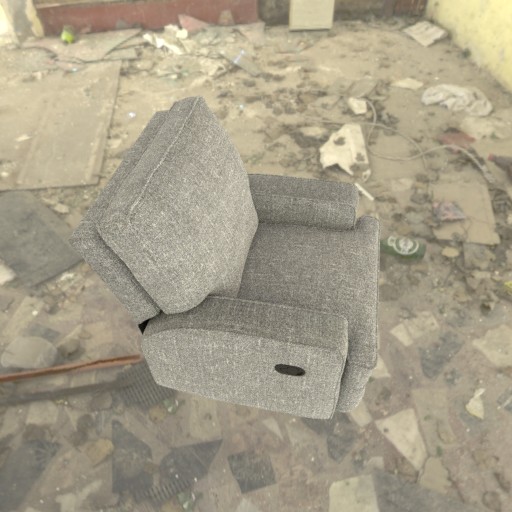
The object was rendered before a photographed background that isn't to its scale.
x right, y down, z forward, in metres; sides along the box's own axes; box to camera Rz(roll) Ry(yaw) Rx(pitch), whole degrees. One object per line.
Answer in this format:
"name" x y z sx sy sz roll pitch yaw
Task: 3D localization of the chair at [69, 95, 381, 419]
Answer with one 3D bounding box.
"chair" 0.000 0.000 1.718 0.964 0.962 0.861 9 48 8
